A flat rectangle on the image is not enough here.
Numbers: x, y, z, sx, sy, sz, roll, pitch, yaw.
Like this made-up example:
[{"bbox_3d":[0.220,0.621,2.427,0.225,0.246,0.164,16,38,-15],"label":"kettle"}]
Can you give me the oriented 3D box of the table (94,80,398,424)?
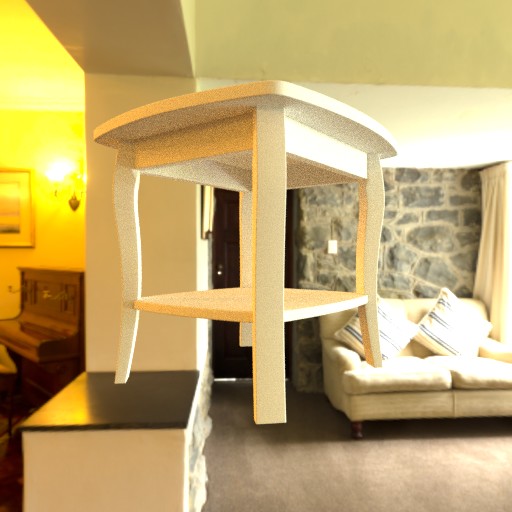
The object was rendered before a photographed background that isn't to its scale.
[{"bbox_3d":[0.000,0.000,0.833,0.451,0.438,0.502,0,0,37],"label":"table"}]
